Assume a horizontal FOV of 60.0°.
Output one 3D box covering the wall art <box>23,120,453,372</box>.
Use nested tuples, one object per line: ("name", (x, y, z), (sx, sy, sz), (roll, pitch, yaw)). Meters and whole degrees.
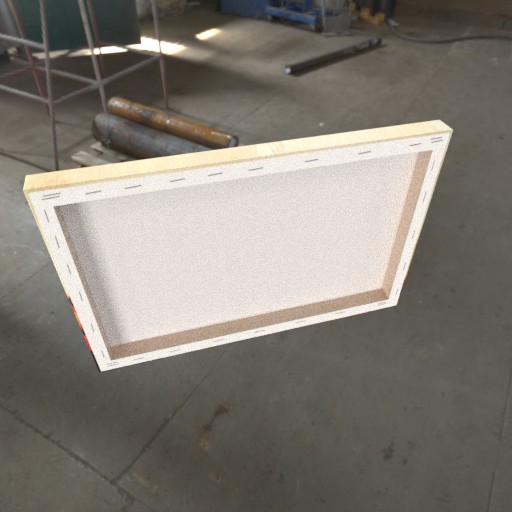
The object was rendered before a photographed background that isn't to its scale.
("wall art", (0.000, 0.000, 0.761), (0.613, 0.402, 0.040), (-11, 43, -11))
